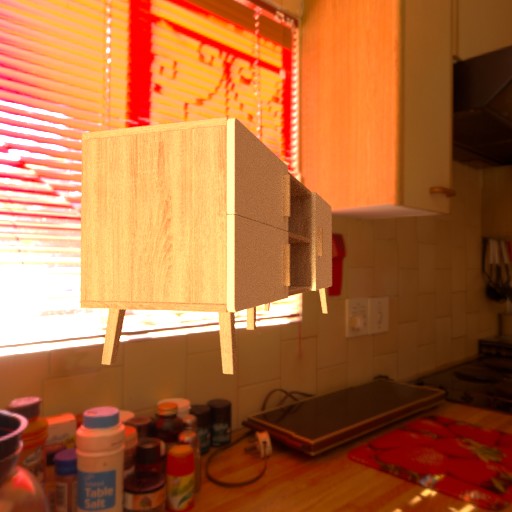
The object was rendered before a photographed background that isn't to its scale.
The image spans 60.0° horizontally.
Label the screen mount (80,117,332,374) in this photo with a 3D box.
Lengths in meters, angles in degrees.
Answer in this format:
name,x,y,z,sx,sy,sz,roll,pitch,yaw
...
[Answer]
name,x,y,z,sx,sy,sz,roll,pitch,yaw
screen mount,0.000,0.000,1.731,0.420,0.570,1.500,-1,-2,18
